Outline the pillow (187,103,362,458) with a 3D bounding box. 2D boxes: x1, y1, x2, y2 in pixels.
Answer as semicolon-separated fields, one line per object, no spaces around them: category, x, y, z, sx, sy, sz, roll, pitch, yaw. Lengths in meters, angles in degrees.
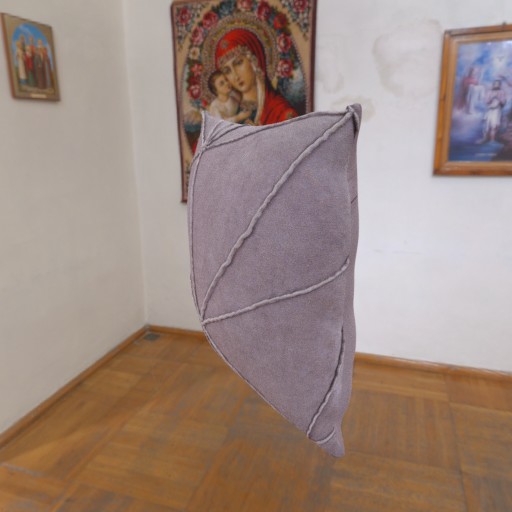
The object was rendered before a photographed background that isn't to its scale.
pillow;0.000;0.000;0.683;0.185;0.440;0.439;-8;18;-26
